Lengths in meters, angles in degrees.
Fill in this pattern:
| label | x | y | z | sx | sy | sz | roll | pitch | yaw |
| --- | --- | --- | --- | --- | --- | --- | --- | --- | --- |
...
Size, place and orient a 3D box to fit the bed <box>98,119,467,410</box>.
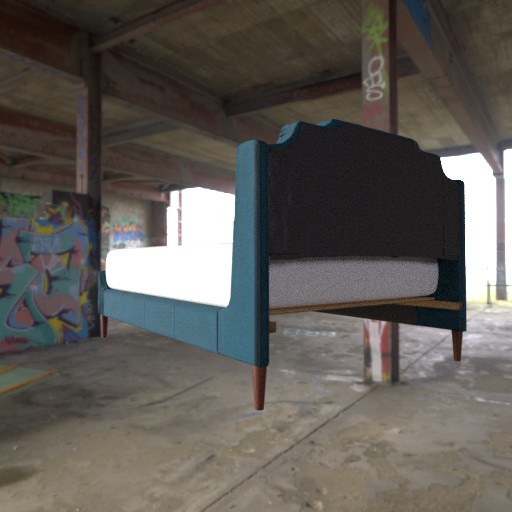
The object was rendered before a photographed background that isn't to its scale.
| label | x | y | z | sx | sy | sz | roll | pitch | yaw |
| --- | --- | --- | --- | --- | --- | --- | --- | --- | --- |
| bed | 0.000 | 0.000 | 3.293 | 1.676 | 1.351 | 2.322 | 0 | -1 | -36 |
